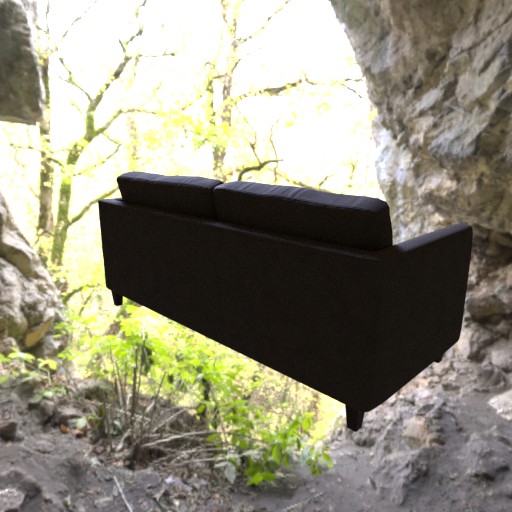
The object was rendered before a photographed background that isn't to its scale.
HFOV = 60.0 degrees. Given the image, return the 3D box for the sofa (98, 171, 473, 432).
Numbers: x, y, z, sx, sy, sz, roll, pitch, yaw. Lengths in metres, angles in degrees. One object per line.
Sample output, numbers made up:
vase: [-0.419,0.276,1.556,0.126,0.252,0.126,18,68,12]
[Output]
sofa: [0.000,0.000,2.705,2.208,0.965,0.951,15,21,43]
